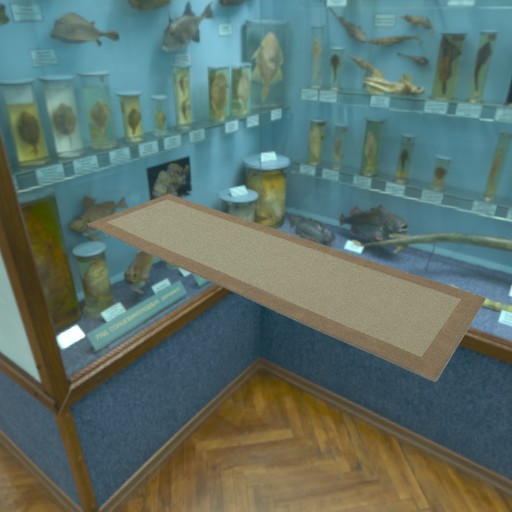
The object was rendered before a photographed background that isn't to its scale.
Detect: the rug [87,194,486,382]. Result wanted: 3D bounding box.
[{"bbox_3d":[0.000,0.000,2.689,2.430,0.012,0.767,21,35,33],"label":"rug"}]
